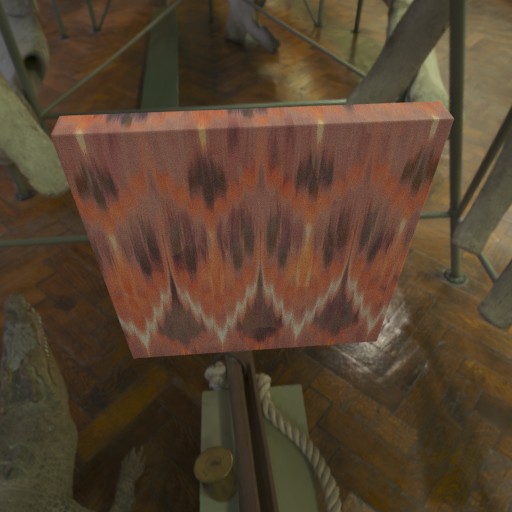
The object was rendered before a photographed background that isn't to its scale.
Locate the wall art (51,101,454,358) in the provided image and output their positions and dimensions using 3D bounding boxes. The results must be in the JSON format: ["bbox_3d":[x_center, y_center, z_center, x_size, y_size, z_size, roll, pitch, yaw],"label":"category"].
[{"bbox_3d":[0.000,0.000,0.598,0.403,0.406,0.038,-3,46,-3],"label":"wall art"}]
